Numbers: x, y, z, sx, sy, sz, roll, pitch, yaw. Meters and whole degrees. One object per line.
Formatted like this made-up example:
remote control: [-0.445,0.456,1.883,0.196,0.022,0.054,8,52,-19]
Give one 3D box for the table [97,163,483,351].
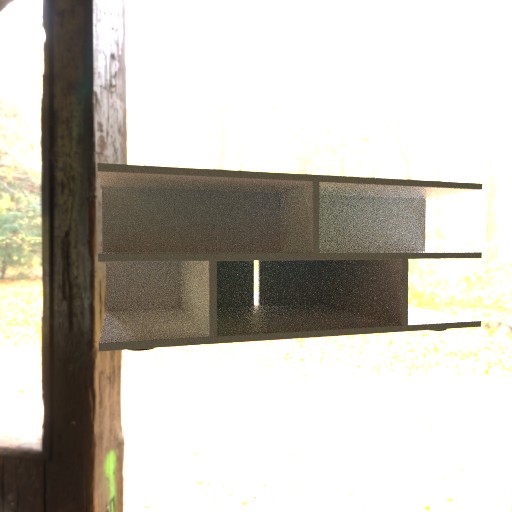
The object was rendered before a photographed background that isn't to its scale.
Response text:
table: [0.000,0.000,1.089,0.700,0.289,0.700,0,1,-17]
